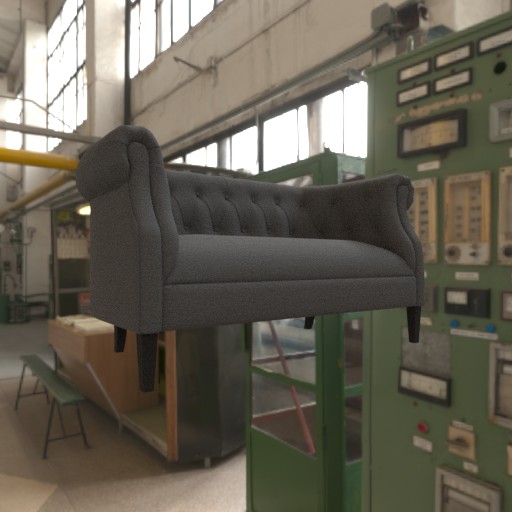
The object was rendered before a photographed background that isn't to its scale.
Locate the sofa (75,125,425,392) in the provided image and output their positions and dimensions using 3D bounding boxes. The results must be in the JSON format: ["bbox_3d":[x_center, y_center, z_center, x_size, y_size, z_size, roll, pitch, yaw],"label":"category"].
[{"bbox_3d":[0.000,0.000,2.029,1.558,0.827,0.835,0,-1,-36],"label":"sofa"}]
